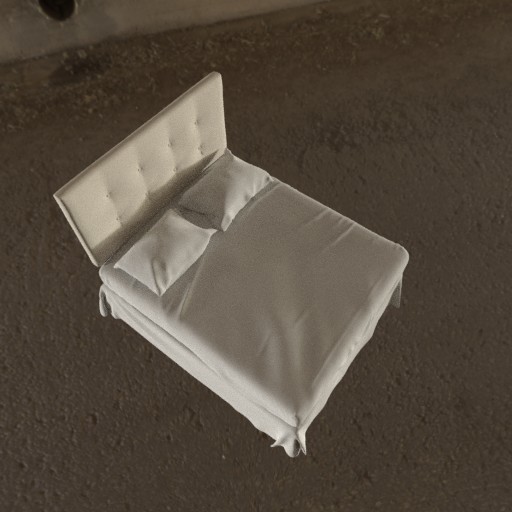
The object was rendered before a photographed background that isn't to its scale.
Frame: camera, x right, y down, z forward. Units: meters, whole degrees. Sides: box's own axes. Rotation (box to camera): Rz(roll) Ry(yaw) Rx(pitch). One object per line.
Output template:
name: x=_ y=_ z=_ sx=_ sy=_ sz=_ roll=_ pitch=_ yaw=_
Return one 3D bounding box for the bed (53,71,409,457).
bed: x=0.000 y=0.000 z=3.511 sx=2.222 sy=1.577 sz=1.936 roll=32 pitch=63 yaw=19
